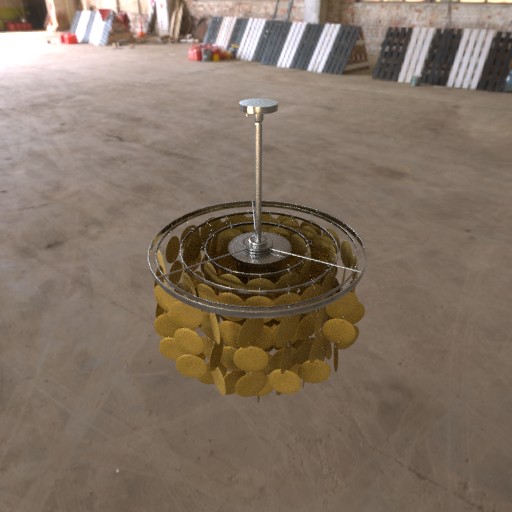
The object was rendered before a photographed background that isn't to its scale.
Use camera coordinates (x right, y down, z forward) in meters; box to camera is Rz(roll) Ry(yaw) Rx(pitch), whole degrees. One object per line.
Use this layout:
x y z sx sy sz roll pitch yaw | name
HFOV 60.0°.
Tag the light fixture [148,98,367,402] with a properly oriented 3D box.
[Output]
0.000 0.000 0.738 0.368 0.492 0.368 0 31 0 | light fixture
